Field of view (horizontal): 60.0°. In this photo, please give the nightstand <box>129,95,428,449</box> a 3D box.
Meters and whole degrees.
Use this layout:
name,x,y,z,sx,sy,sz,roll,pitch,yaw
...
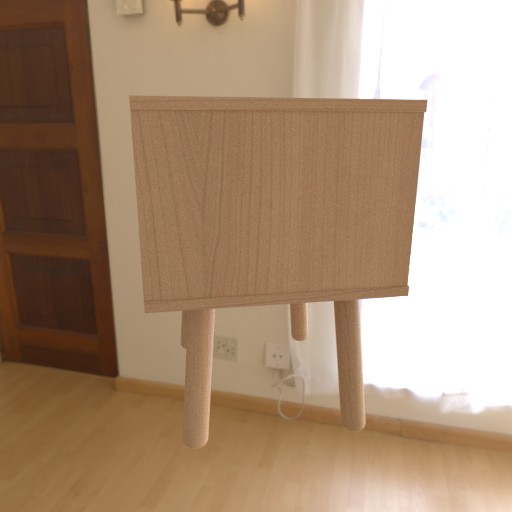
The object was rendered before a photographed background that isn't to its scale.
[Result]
name,x,y,z,sx,sy,sz,roll,pitch,yaw
nightstand,0.000,0.000,0.835,0.380,0.530,0.450,-3,16,-9
